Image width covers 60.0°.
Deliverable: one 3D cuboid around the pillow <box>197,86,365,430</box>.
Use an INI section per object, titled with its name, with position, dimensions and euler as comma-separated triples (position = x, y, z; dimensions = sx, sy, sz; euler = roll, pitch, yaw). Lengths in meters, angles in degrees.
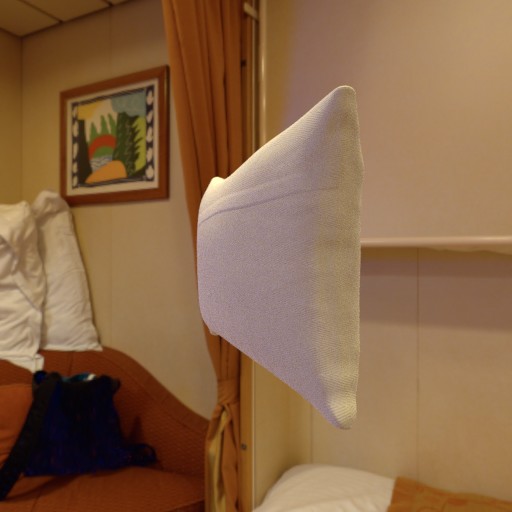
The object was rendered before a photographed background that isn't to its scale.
[pillow]
position = 0.000, 0.000, 0.621
dimensions = 0.139, 0.305, 0.506
euler = 0, 0, -18
